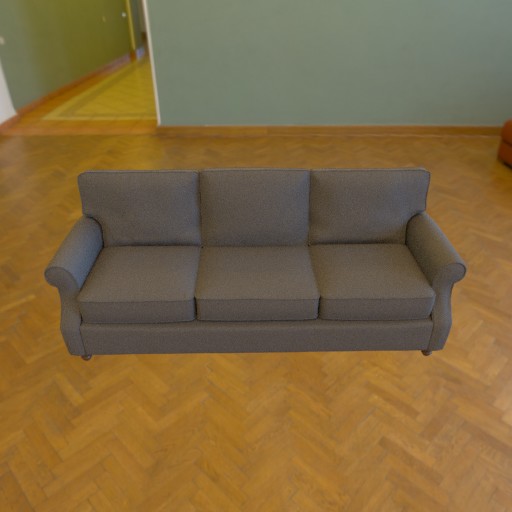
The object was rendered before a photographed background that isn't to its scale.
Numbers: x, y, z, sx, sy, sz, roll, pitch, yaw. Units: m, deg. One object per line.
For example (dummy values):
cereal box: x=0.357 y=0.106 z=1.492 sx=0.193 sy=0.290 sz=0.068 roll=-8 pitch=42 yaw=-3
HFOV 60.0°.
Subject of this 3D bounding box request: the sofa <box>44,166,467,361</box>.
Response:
sofa: x=0.000 y=0.000 z=2.782 sx=2.353 sy=0.948 sz=0.966 roll=-1 pitch=32 yaw=-1
